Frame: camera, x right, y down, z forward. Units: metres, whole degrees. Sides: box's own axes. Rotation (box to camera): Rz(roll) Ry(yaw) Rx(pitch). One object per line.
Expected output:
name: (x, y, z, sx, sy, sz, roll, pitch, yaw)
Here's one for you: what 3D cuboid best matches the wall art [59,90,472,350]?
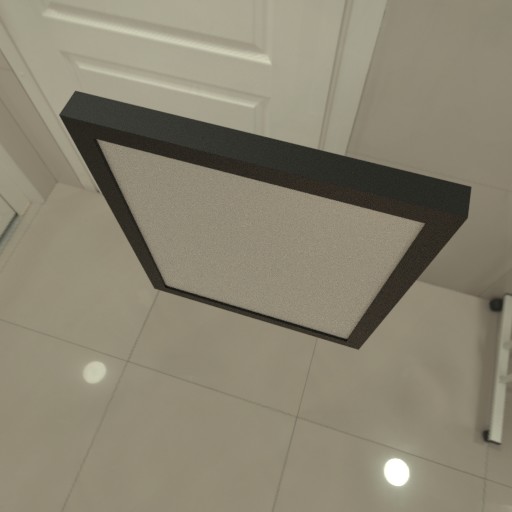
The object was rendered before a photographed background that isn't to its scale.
wall art: (0.000, 0.000, 0.519, 0.330, 0.381, 0.029, 16, 65, 8)
